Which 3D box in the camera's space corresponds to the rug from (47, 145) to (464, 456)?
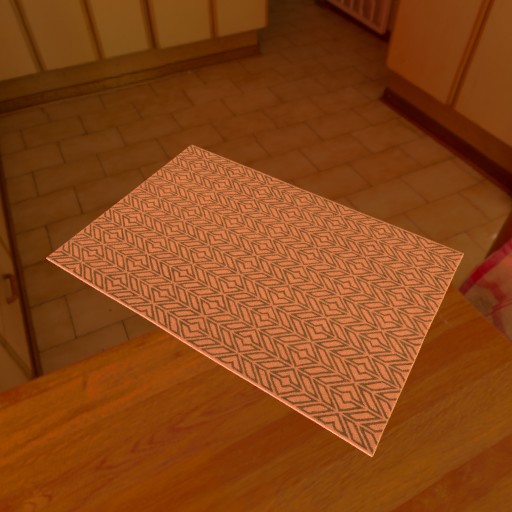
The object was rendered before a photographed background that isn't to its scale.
[{"bbox_3d":[0.000,0.000,2.332,1.828,0.007,1.220,26,53,21],"label":"rug"}]
